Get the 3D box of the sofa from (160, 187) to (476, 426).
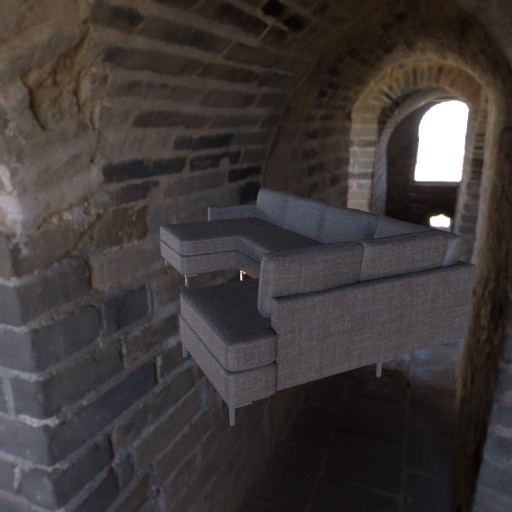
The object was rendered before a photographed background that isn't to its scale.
[{"bbox_3d":[0.000,0.000,4.392,2.048,0.999,3.423,-8,18,-25],"label":"sofa"}]
